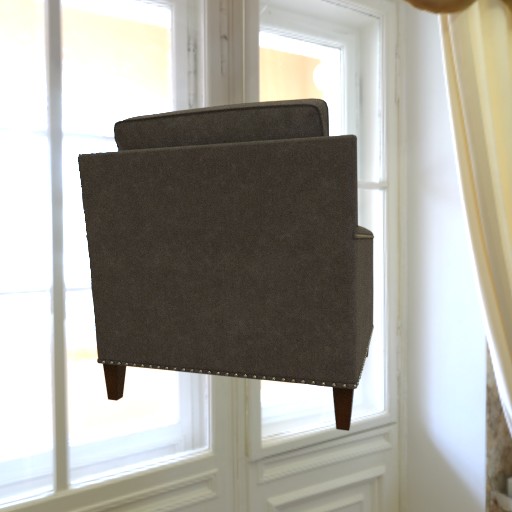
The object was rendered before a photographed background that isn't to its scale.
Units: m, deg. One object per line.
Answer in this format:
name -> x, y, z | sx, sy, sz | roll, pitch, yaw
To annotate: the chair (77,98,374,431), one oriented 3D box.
chair -> 0.000, 0.000, 1.723 | 0.853, 0.948, 1.014 | 1, 2, 18
